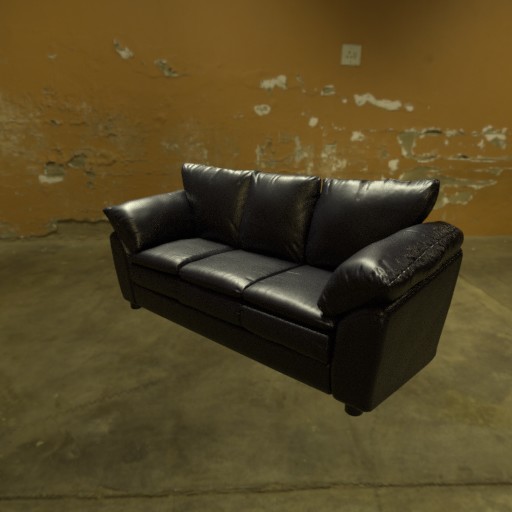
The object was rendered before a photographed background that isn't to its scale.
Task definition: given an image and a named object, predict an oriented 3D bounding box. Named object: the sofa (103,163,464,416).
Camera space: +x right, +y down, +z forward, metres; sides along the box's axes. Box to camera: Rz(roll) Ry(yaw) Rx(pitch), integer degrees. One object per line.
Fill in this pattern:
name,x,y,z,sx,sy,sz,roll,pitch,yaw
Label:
sofa,0.000,0.000,2.853,2.336,1.073,0.880,14,21,42
